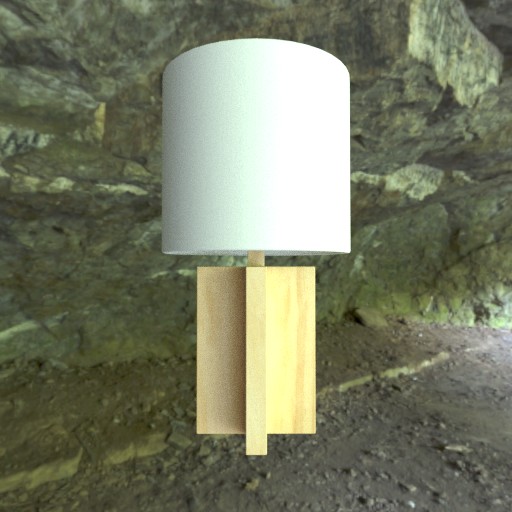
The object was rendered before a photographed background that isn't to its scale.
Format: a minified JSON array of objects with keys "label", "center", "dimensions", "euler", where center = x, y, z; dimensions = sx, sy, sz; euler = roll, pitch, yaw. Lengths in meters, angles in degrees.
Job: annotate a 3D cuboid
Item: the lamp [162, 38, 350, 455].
[{"label":"lamp","center":[0.000,0.000,0.549],"dimensions":[0.229,0.428,0.229],"euler":[0,-1,0]}]
